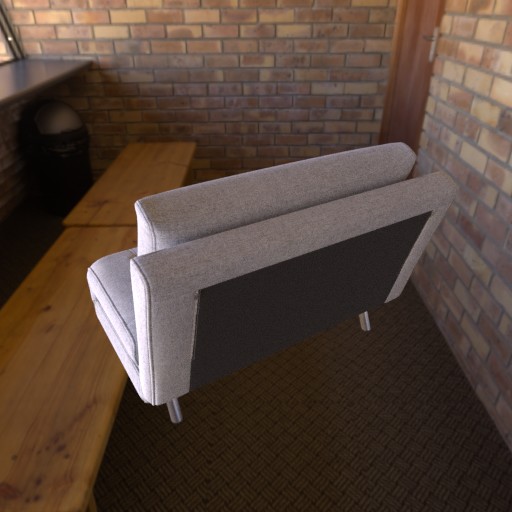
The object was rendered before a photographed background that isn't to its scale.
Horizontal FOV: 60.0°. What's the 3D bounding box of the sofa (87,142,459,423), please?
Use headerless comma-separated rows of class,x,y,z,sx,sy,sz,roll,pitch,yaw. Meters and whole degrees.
sofa,0.000,0.000,1.839,1.220,0.910,0.910,-18,35,-28
